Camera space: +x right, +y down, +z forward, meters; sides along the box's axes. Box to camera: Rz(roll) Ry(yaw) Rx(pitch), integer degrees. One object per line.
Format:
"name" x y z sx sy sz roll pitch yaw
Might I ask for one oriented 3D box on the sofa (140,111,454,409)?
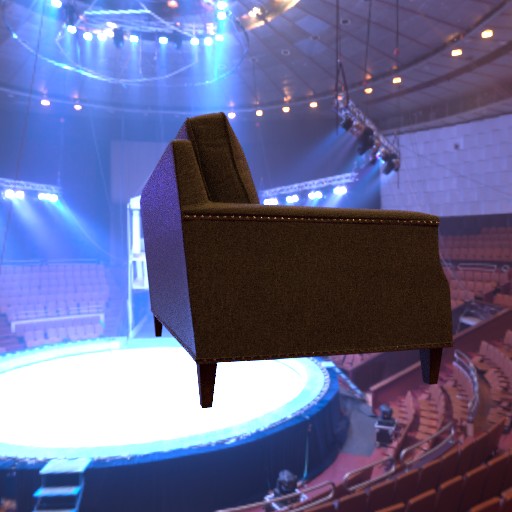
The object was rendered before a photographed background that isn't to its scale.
"sofa" 0.000 0.000 2.258 1.084 1.003 1.597 0 -1 -18
